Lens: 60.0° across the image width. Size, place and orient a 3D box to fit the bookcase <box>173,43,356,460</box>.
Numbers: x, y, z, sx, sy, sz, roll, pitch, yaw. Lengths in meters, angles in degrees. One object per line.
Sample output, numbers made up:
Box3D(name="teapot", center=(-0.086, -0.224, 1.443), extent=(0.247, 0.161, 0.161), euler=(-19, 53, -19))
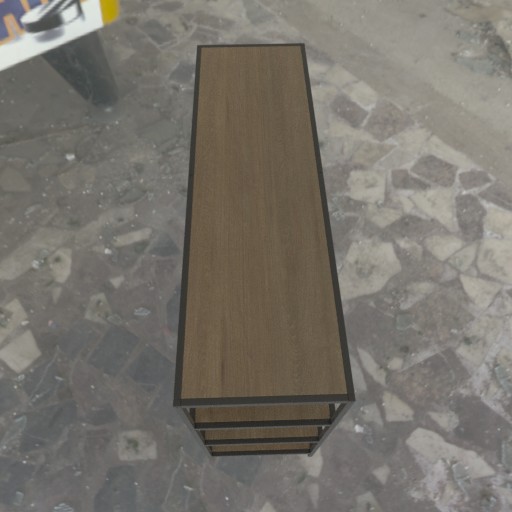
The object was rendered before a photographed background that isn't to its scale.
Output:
Box3D(name="bookcase", center=(0.000, 0.000, 1.475), extent=(0.350, 0.780, 1.140), euler=(-1, 59, -1))
